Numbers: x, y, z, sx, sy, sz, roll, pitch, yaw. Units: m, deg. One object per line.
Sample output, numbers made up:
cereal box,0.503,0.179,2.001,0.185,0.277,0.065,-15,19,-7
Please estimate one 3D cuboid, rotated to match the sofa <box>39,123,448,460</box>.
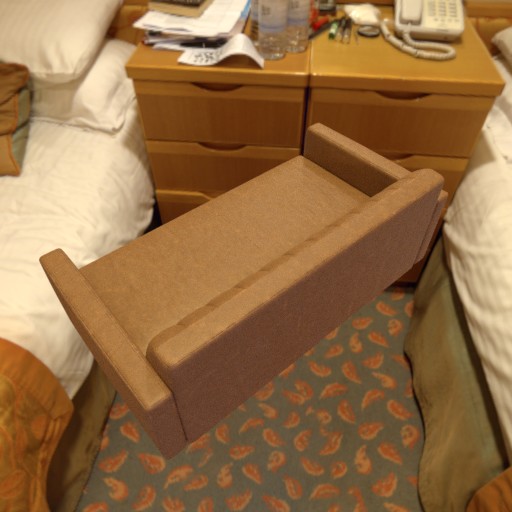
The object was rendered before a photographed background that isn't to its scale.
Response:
sofa,0.000,0.000,2.336,1.847,0.821,0.993,-32,54,-27
